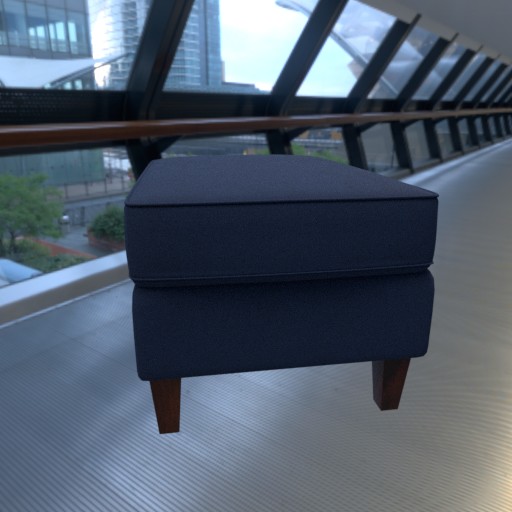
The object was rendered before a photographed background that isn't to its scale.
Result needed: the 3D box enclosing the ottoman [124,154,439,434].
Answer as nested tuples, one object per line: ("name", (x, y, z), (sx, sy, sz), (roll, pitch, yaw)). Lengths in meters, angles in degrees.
("ottoman", (0.000, 0.000, 1.401), (0.686, 0.584, 0.965), (-3, 18, -9))
